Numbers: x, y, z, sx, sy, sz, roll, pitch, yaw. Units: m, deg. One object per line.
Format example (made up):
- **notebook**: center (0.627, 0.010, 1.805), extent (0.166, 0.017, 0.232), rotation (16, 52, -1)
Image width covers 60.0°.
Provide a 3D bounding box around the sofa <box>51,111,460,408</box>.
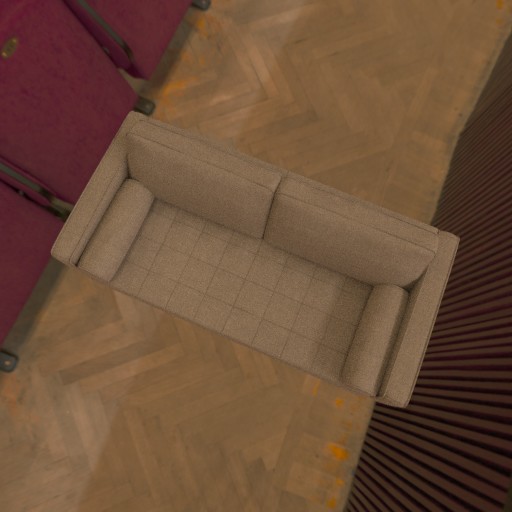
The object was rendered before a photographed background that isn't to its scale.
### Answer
- **sofa**: center (0.000, 0.000, 2.379), extent (1.879, 0.762, 0.914), rotation (22, 76, 6)
